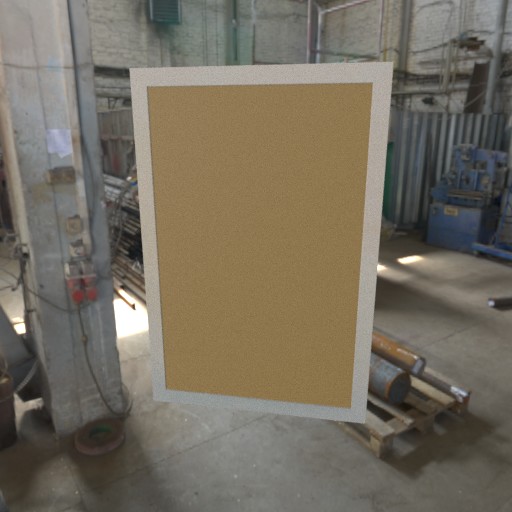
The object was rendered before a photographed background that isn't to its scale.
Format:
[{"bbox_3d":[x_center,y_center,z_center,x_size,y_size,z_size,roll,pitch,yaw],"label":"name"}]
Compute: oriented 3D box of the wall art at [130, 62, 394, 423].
[{"bbox_3d":[0.000,0.000,1.439,0.764,1.143,0.038,3,16,10],"label":"wall art"}]
